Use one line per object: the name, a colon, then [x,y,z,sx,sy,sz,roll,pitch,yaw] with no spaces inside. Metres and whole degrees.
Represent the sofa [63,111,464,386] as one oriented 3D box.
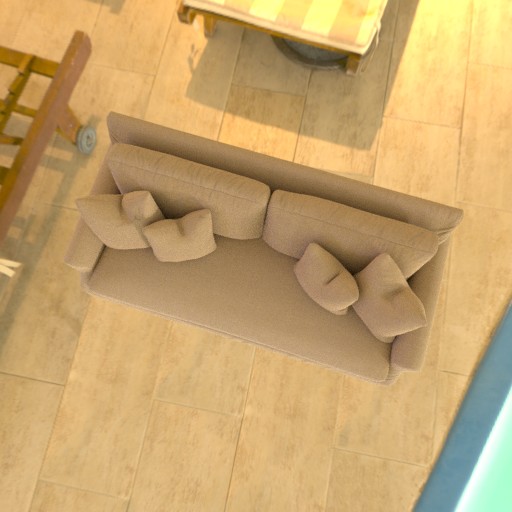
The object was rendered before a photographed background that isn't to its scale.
sofa: [0.000,0.000,2.822,2.285,0.904,1.067,17,77,4]
